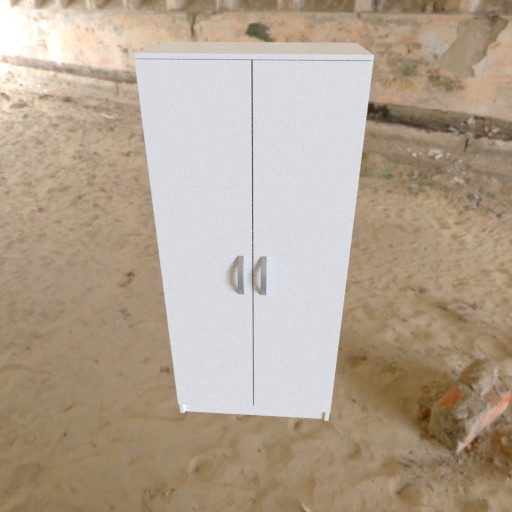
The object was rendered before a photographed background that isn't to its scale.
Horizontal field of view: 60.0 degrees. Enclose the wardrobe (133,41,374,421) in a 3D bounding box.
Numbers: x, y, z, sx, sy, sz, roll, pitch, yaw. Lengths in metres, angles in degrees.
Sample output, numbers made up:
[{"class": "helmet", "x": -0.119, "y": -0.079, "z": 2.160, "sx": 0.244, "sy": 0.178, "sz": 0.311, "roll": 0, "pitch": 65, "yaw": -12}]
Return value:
[{"class": "wardrobe", "x": 0.000, "y": 0.000, "z": 1.992, "sx": 0.760, "sy": 1.700, "sz": 0.470, "roll": 2, "pitch": 30, "yaw": 3}]
